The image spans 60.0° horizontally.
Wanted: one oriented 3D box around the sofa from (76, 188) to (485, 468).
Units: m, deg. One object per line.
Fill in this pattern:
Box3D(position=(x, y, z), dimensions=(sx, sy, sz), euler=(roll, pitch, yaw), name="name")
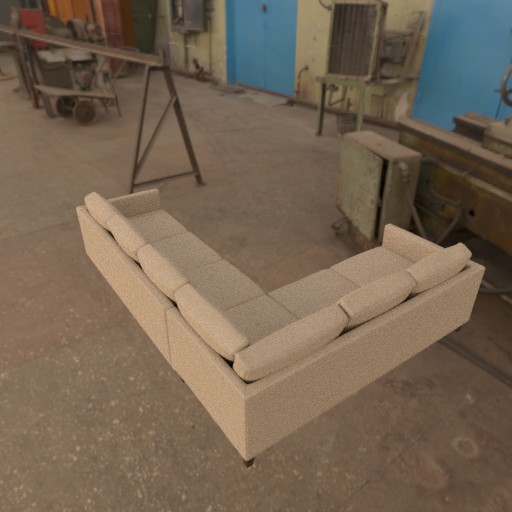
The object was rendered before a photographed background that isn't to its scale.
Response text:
Box3D(position=(0.000, 0.000, 4.296), dimensions=(2.432, 0.863, 3.182), euler=(-20, 36, -30), name="sofa")
